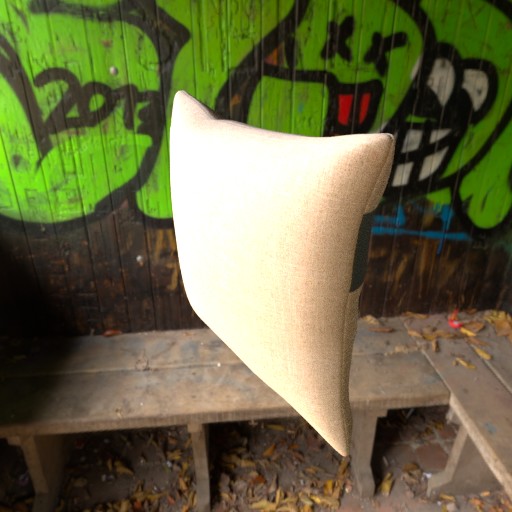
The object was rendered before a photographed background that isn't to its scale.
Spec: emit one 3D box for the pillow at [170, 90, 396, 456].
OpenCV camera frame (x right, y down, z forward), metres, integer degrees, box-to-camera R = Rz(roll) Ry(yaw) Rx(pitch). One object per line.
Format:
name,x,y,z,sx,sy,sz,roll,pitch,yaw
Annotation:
pillow,0.000,0.000,0.615,0.173,0.399,0.414,-17,31,-30
